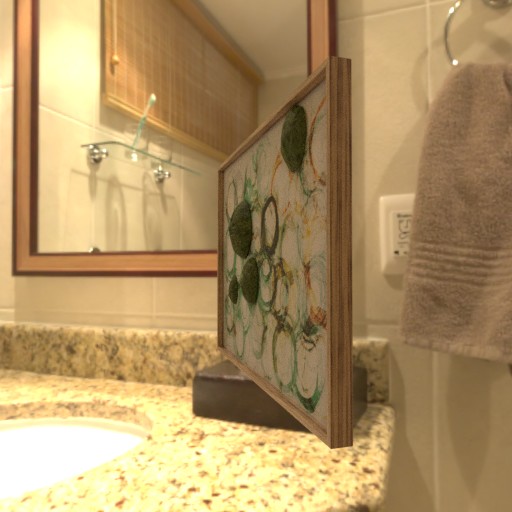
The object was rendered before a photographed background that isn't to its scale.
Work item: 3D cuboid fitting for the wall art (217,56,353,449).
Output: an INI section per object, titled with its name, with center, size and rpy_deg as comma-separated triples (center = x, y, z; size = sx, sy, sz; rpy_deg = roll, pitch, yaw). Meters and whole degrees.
[wall art]
center = 0.000, 0.000, 1.091
size = 0.063, 0.609, 0.841
rpy_deg = 0, -1, -17
